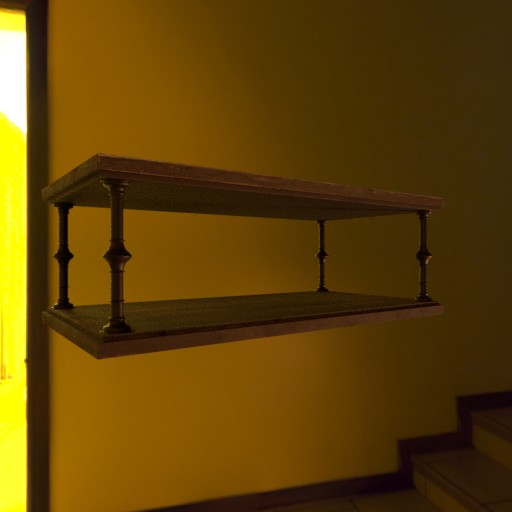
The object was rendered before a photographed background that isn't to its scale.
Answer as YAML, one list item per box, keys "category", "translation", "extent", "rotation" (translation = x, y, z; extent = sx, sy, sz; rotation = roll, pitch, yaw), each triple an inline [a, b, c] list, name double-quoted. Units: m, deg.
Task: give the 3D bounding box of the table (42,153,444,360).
- category: "table"
  translation: [0.000, 0.000, 1.338]
  extent: [1.088, 0.373, 0.554]
  rotation: [0, 0, -35]
